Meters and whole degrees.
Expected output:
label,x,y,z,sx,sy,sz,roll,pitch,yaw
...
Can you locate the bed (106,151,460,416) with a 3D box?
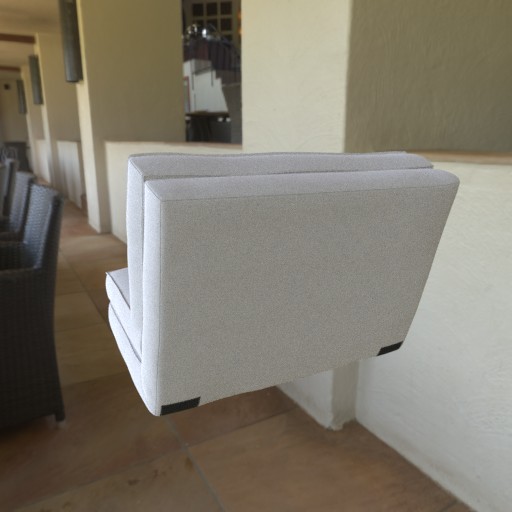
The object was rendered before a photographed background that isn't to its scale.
label,x,y,z,sx,sy,sz,roll,pitch,yaw
bed,0.000,0.000,1.310,0.799,0.614,0.749,-7,16,-26
